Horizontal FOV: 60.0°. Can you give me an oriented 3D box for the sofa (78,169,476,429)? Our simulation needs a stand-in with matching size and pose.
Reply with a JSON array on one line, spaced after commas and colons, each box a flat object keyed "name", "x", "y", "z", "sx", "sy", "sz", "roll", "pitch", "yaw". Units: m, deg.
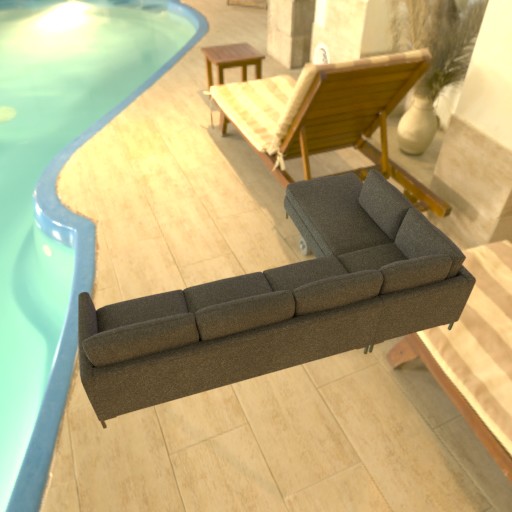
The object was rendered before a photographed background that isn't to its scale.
[{"name": "sofa", "x": 0.000, "y": 0.000, "z": 3.872, "sx": 2.949, "sy": 0.815, "sz": 2.007, "roll": -12, "pitch": 42, "yaw": -13}]
